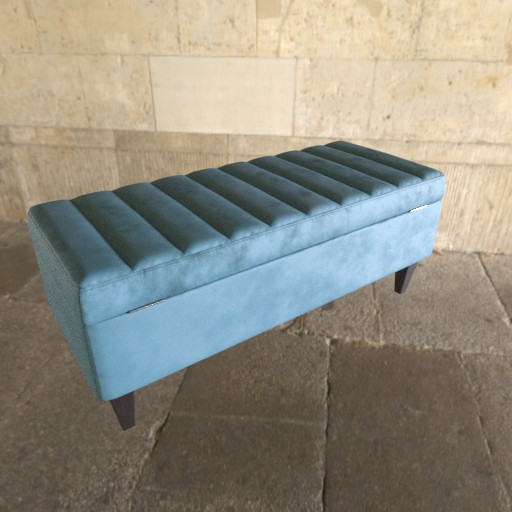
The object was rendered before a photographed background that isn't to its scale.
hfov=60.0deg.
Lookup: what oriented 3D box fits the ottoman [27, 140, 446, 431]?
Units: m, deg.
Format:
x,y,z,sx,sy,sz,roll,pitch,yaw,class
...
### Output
x,y,z,sx,sy,sz,roll,pitch,yaw,class
0.000,0.000,1.367,1.151,0.469,0.482,-19,35,-30,ottoman
